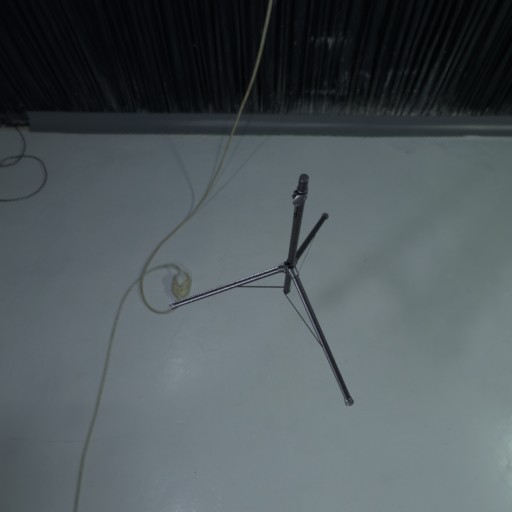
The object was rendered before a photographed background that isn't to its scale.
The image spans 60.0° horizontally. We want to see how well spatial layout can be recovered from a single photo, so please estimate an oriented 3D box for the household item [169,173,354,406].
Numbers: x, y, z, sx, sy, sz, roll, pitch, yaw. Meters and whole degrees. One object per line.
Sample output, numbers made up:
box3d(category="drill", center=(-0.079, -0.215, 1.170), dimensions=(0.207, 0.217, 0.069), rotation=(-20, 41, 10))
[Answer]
box3d(category="household item", center=(0.000, 0.000, 2.774), dimensions=(1.339, 1.595, 1.596), rotation=(-1, 63, -1))
